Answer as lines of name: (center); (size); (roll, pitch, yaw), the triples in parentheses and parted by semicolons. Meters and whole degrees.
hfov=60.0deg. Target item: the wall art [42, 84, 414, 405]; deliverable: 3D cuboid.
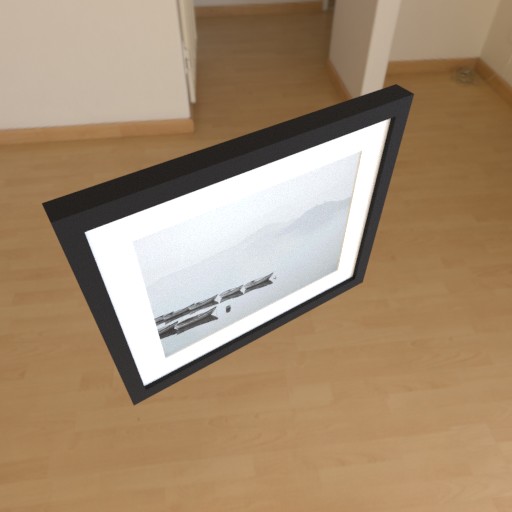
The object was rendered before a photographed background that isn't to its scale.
wall art: (0.000, 0.000, 0.545); (0.397, 0.325, 0.028); (-25, 51, -21)
